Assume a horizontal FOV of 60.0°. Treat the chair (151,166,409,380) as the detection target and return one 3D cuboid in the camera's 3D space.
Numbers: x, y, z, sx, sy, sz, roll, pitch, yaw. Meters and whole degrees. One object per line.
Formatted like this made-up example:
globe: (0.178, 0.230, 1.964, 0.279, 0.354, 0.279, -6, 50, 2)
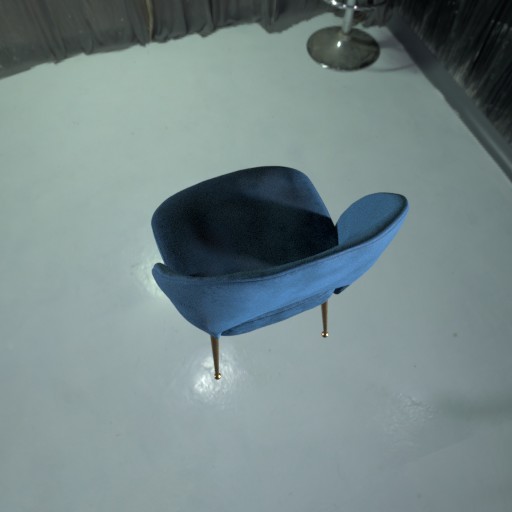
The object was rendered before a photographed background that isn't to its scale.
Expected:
chair: (0.000, 0.000, 1.194, 0.527, 0.860, 0.577, -19, 61, -11)
